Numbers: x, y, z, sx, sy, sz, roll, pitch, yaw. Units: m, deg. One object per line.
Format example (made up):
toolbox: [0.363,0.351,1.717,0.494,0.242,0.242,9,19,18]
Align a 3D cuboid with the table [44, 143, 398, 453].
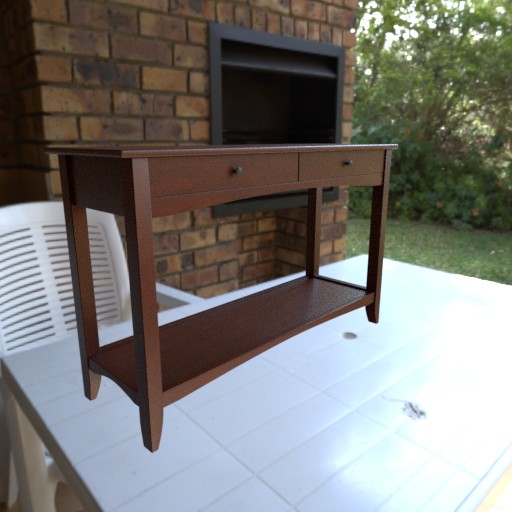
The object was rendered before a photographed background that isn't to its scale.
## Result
table: [0.000,0.000,1.529,0.392,0.739,1.188,14,20,42]
